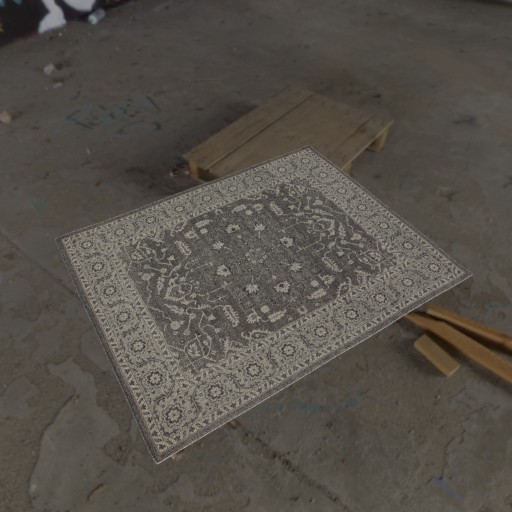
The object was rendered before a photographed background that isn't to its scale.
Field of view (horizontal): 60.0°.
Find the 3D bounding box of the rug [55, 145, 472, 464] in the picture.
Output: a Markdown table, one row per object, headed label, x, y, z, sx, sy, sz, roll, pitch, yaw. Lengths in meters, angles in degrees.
| label | x | y | z | sx | sy | sz | roll | pitch | yaw |
| --- | --- | --- | --- | --- | --- | --- | --- | --- | --- |
| rug | 0.000 | 0.000 | 4.124 | 3.069 | 0.026 | 2.451 | -25 | 52 | -21 |
